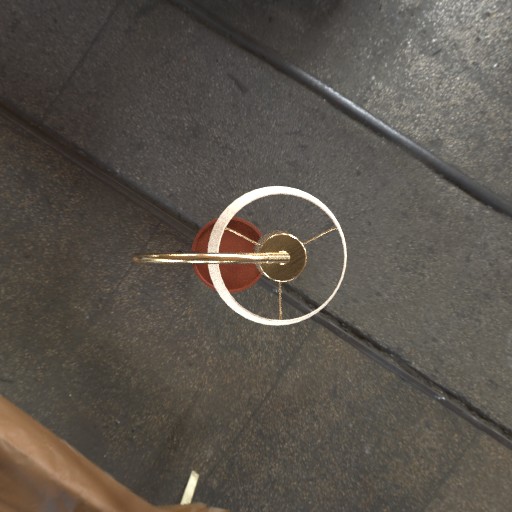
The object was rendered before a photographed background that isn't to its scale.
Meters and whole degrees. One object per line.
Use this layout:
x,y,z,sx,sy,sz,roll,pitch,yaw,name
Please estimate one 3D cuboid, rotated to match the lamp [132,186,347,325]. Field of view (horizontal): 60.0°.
0.000,0.000,0.660,0.273,0.536,0.211,0,91,1,lamp
